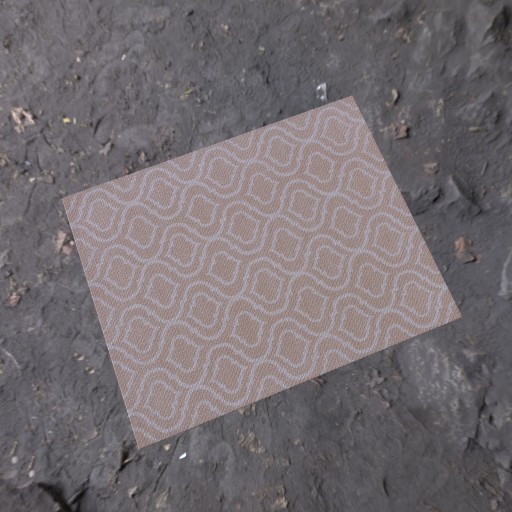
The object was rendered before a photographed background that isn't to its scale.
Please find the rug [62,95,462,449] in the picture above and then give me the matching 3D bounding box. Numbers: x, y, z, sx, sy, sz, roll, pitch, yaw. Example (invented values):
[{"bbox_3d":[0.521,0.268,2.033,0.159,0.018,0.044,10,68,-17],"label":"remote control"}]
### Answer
[{"bbox_3d":[0.000,0.000,3.909,2.894,0.013,2.286,-21,78,-5],"label":"rug"}]
